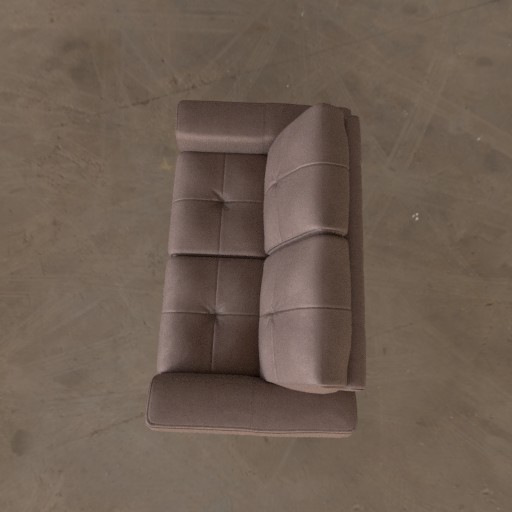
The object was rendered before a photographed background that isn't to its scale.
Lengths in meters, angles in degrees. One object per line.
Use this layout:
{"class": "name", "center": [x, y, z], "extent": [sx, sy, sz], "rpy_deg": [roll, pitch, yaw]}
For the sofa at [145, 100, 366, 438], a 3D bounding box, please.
{"class": "sofa", "center": [0.000, 0.000, 2.389], "extent": [1.018, 0.907, 1.806], "rpy_deg": [2, 75, 1]}
